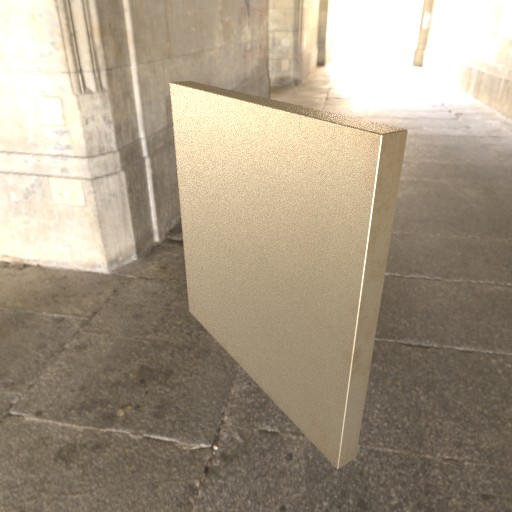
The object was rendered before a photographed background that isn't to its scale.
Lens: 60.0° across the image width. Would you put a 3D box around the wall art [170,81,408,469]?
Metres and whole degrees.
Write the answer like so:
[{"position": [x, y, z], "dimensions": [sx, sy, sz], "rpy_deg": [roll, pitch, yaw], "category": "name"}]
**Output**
[{"position": [0.000, 0.000, 0.751], "dimensions": [0.040, 0.506, 0.503], "rpy_deg": [-18, 33, -30], "category": "wall art"}]
